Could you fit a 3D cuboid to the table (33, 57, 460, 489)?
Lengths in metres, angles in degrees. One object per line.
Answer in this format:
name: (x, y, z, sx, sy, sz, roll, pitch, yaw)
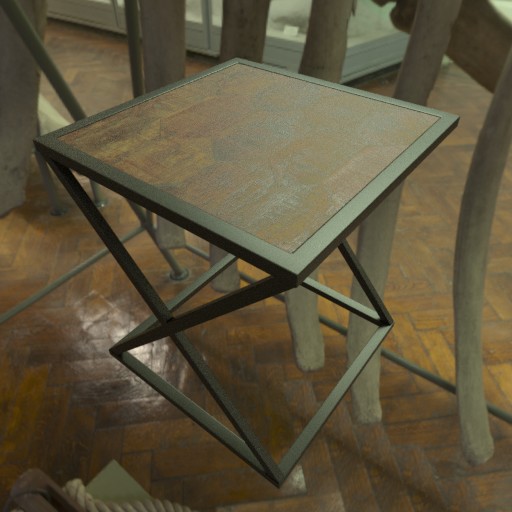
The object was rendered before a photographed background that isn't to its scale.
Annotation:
table: (0.000, 0.000, 0.913, 0.500, 0.565, 0.500, 27, 48, 27)
